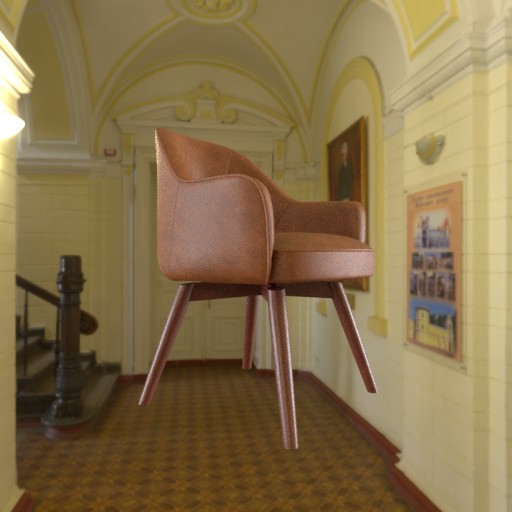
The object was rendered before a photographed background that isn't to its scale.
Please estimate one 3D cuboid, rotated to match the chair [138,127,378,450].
[{"bbox_3d":[0.000,0.000,1.233,0.640,0.777,0.591,0,0,36],"label":"chair"}]
